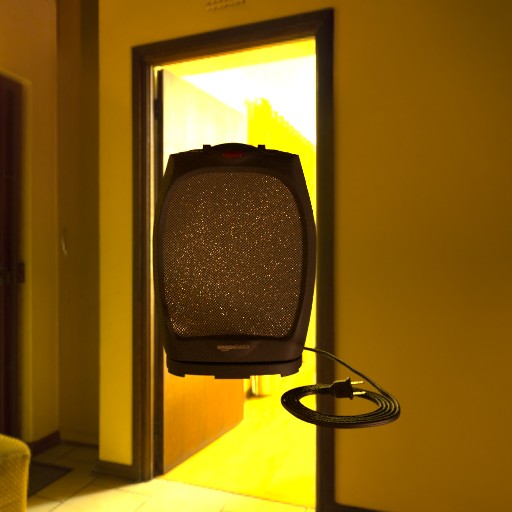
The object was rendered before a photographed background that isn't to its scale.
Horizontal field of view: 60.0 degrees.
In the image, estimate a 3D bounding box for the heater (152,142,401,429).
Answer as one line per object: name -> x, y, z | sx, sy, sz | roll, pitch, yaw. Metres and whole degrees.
heater -> 0.000, 0.000, 0.467 | 0.239, 0.255, 0.291 | 0, 0, 0
